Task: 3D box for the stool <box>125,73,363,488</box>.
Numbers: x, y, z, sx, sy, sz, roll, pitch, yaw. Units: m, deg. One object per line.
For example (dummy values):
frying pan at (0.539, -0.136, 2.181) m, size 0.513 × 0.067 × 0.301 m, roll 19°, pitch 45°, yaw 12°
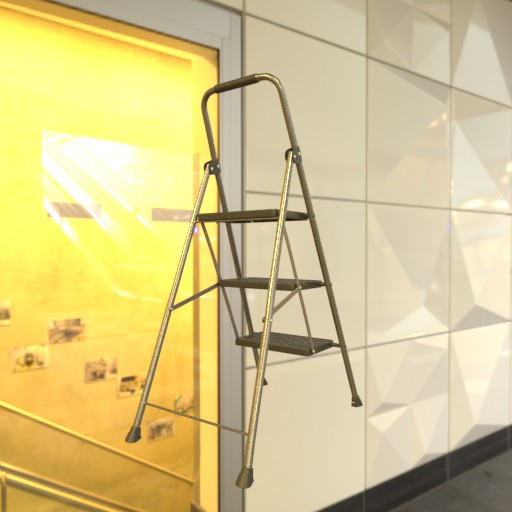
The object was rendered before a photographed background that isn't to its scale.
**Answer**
stool at (0.000, 0.000, 1.499) m, size 0.473 × 1.121 × 0.733 m, roll 1°, pitch 1°, yaw 36°
